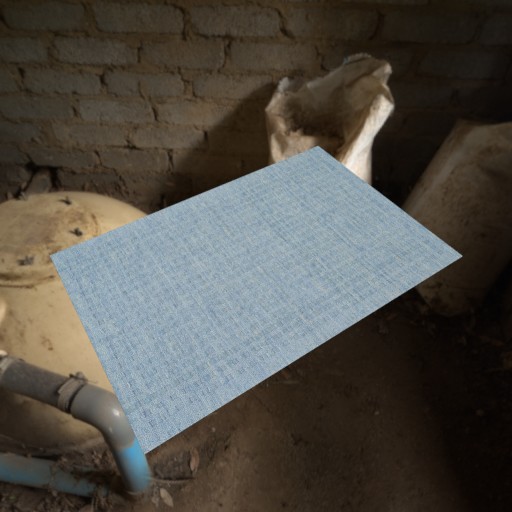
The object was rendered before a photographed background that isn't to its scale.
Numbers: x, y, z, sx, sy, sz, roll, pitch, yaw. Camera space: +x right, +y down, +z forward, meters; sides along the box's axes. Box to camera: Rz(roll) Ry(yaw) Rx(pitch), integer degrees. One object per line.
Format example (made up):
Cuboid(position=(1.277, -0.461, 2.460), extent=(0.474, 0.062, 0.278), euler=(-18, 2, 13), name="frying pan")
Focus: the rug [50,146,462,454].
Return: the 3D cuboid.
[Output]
Cuboid(position=(0.000, 0.000, 2.951), extent=(2.286, 0.006, 1.522), euler=(-26, 53, -22), name="rug")
